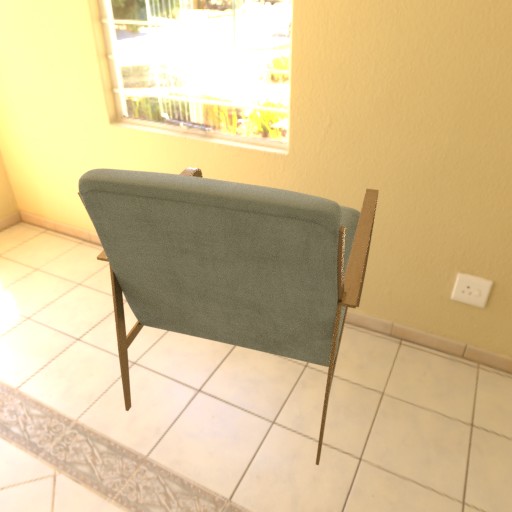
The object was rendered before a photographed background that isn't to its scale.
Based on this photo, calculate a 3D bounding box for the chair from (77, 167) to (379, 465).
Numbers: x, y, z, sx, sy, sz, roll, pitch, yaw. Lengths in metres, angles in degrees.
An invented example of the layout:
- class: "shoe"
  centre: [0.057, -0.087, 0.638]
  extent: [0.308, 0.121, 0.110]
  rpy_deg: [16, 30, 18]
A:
- class: "chair"
  centre: [0.000, 0.000, 1.462]
  extent: [0.701, 0.824, 0.842]
  rpy_deg: [10, 33, 15]
